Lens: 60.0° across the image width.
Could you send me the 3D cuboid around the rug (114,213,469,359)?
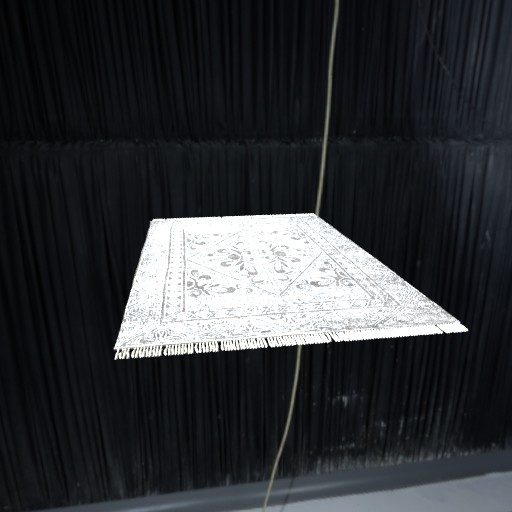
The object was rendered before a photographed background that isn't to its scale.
[{"bbox_3d":[0.000,0.000,2.976,1.529,0.010,2.440,-3,18,-9],"label":"rug"}]
